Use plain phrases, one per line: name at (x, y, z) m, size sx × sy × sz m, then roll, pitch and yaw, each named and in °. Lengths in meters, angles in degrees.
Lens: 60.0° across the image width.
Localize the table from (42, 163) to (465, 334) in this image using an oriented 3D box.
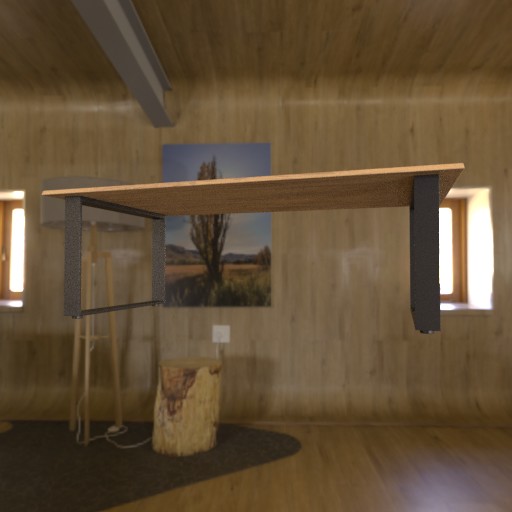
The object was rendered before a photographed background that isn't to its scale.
table at (0.000, 0.000, 1.648) m, size 1.331 × 0.445 × 0.693 m, roll 0°, pitch -2°, yaw 18°
